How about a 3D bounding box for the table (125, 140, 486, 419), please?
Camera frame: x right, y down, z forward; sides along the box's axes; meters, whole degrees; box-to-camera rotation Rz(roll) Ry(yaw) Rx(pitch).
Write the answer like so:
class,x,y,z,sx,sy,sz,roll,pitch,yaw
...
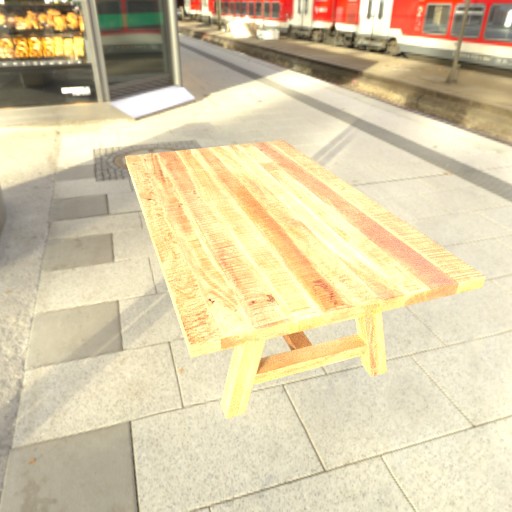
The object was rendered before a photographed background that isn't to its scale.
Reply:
class,x,y,z,sx,sy,sz,roll,pitch,yaw
table,0.000,0.000,1.659,0.760,0.455,1.320,-10,32,-17
